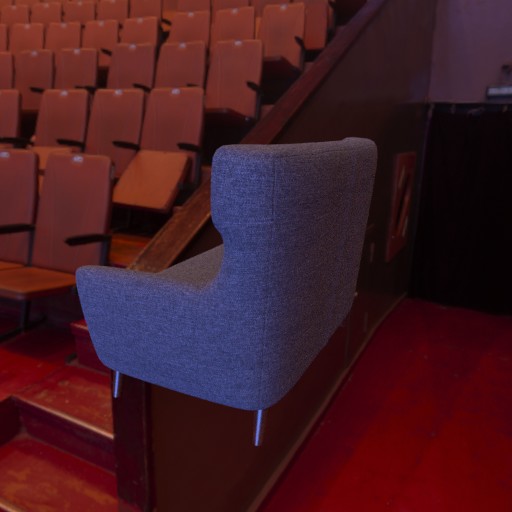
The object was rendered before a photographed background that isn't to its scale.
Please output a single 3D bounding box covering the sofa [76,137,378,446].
[{"bbox_3d":[0.000,0.000,2.017,0.874,1.028,1.358,8,18,25],"label":"sofa"}]
